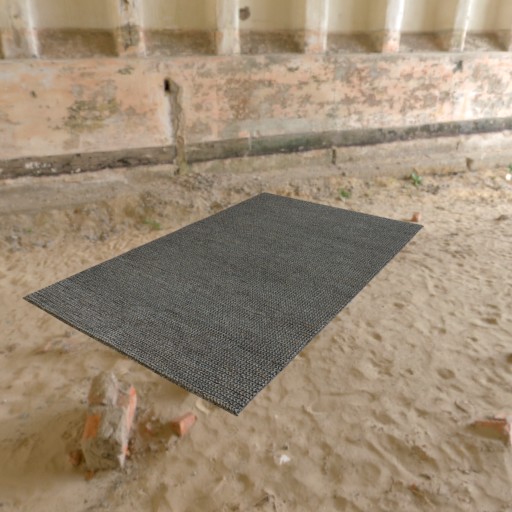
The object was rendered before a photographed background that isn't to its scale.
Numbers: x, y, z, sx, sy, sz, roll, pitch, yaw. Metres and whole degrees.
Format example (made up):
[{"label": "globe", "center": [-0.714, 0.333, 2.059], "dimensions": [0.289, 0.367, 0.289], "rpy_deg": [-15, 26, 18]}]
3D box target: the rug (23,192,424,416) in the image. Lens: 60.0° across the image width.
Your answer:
[{"label": "rug", "center": [0.000, 0.000, 3.011], "dimensions": [1.538, 0.021, 2.443], "rpy_deg": [17, 30, 31]}]
